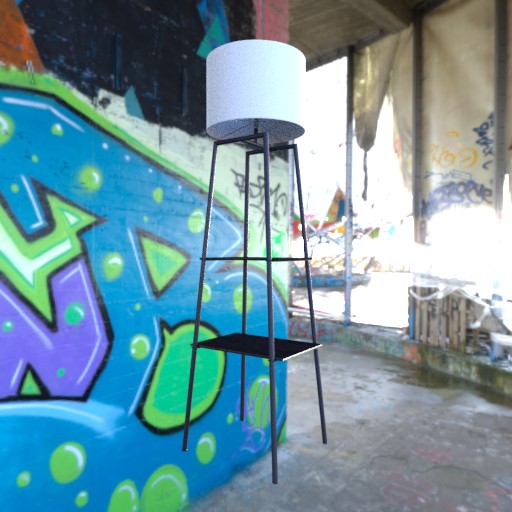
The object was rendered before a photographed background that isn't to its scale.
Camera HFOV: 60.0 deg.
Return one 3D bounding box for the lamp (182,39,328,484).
[{"bbox_3d":[0.000,0.000,1.700,0.427,1.474,0.384,1,1,35],"label":"lamp"}]
